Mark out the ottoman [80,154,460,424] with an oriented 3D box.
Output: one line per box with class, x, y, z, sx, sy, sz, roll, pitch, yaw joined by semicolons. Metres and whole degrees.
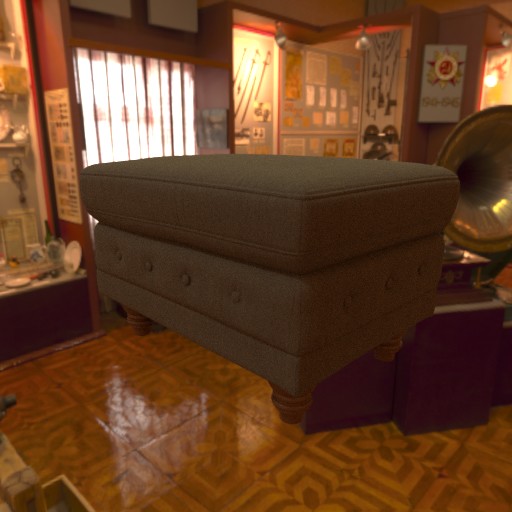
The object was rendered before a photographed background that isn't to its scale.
ottoman;0.000;0.000;1.127;0.569;0.500;0.771;-14;20;-43
